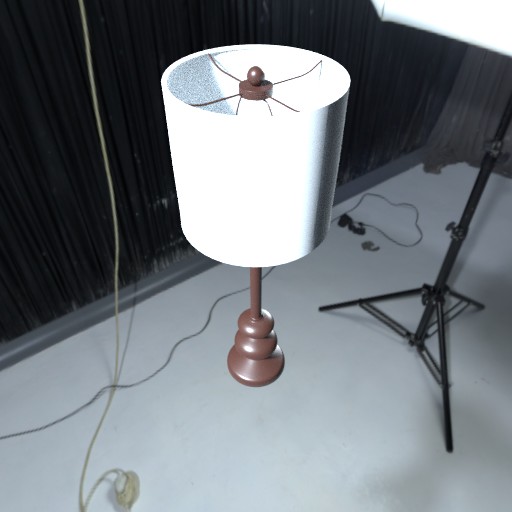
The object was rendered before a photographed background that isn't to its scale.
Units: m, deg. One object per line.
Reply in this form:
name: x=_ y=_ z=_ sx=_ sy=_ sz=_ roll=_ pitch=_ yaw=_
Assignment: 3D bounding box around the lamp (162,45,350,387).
lamp: x=0.000 y=0.000 z=0.826 sx=0.254 sy=0.690 sz=0.254 roll=-27 pitch=49 yaw=-26
